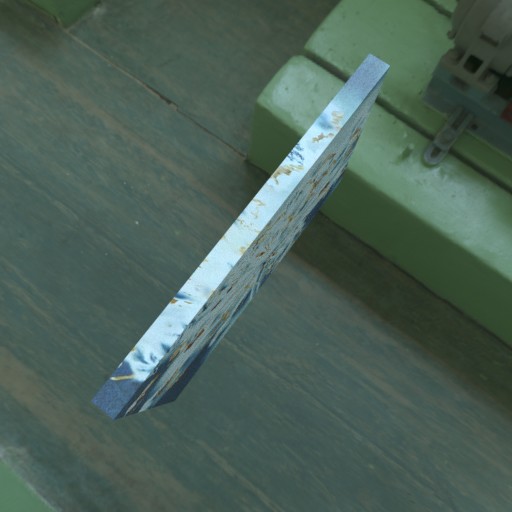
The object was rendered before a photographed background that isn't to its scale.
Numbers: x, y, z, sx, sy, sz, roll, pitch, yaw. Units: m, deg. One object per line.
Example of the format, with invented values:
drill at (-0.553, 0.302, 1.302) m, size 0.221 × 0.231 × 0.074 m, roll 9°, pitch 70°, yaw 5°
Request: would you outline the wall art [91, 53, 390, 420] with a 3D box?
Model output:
wall art at (0.000, 0.000, 0.782) m, size 0.036 × 0.405 × 0.607 m, roll 36°, pitch 78°, yaw 9°
